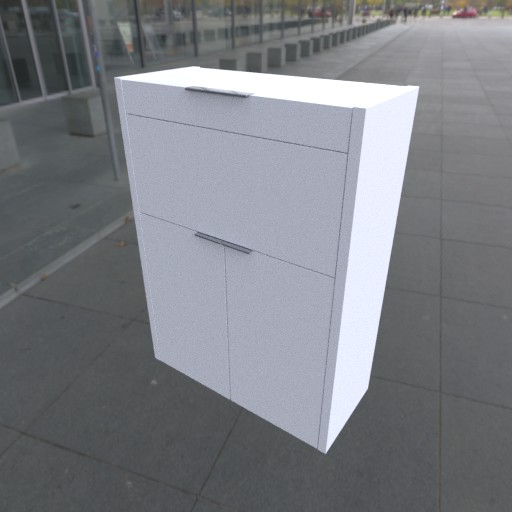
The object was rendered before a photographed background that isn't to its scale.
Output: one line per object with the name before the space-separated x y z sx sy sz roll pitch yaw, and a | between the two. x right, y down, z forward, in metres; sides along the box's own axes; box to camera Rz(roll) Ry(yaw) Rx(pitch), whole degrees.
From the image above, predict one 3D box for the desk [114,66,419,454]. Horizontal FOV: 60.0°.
desk | 0.000 0.000 1.614 0.850 1.190 0.390 19 34 30
